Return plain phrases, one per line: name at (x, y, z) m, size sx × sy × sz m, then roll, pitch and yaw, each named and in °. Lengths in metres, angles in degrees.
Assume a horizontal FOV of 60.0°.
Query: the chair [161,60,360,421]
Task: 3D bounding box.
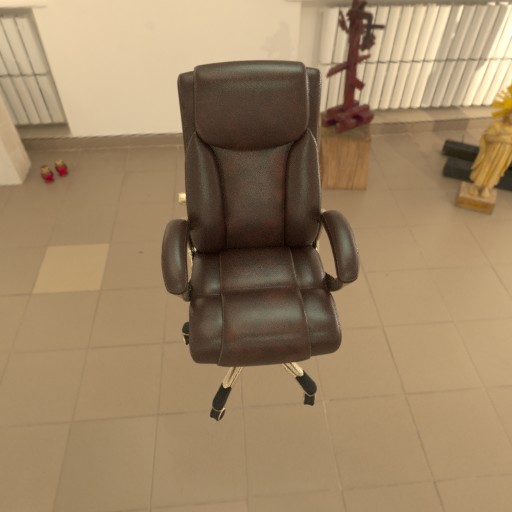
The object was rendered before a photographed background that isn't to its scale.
chair at (0.000, 0.000, 1.678) m, size 0.692 × 1.194 × 0.749 m, roll -4°, pitch 46°, yaw -4°
